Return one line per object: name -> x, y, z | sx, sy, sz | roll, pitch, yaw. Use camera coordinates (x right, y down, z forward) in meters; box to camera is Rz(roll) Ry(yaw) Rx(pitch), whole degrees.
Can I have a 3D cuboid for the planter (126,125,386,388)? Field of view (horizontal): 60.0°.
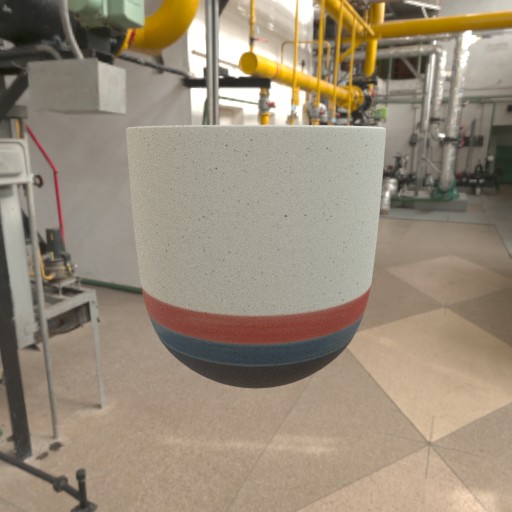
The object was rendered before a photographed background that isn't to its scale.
planter -> 0.000, 0.000, 0.388 | 0.204, 0.214, 0.204 | 0, 15, 0
